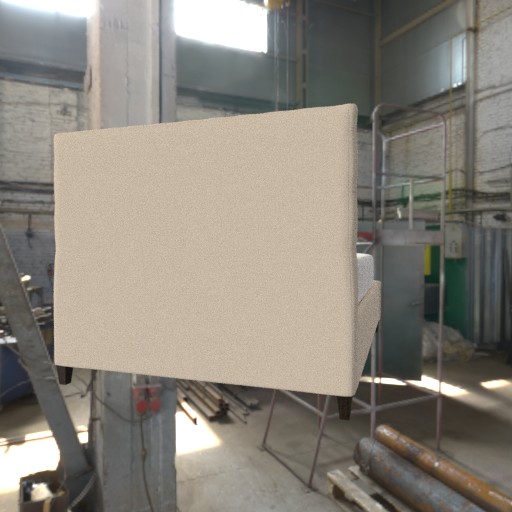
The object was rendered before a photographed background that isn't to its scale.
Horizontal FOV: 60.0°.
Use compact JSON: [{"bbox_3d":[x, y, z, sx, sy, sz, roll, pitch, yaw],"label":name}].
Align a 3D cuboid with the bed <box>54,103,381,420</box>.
[{"bbox_3d":[0.000,0.000,3.280,1.696,1.426,2.233,0,1,19],"label":"bed"}]
